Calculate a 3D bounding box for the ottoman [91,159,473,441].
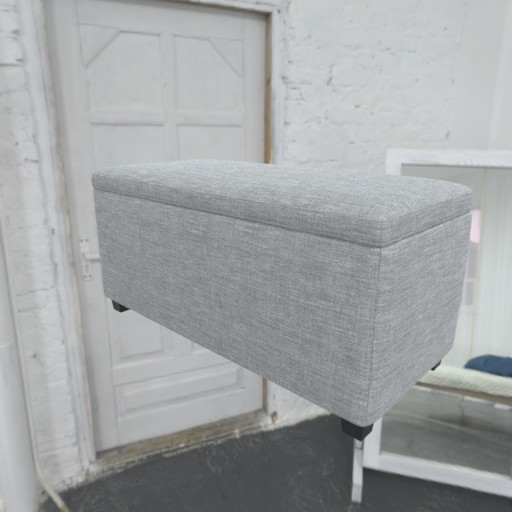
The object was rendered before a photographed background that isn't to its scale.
[{"bbox_3d":[0.000,0.000,1.119,0.902,0.432,0.419,15,23,41],"label":"ottoman"}]
